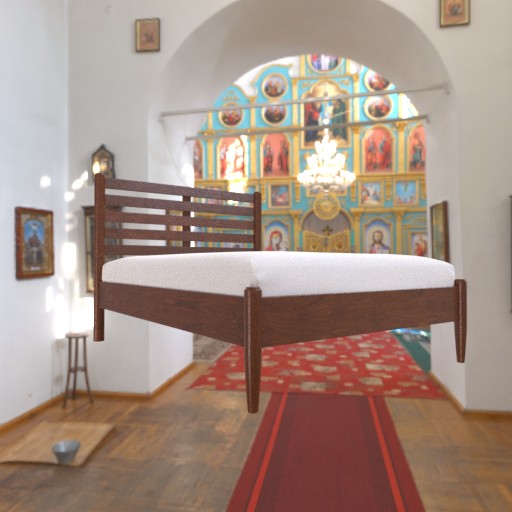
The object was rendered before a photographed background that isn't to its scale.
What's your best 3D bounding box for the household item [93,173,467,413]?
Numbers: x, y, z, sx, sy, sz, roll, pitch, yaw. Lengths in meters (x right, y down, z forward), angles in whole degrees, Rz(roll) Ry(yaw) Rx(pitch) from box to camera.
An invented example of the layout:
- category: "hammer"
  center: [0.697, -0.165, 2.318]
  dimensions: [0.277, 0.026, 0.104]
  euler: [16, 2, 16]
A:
- category: "household item"
  center: [0.000, 0.000, 3.177]
  dimensions: [1.663, 1.356, 2.232]
  euler: [1, -1, -36]
